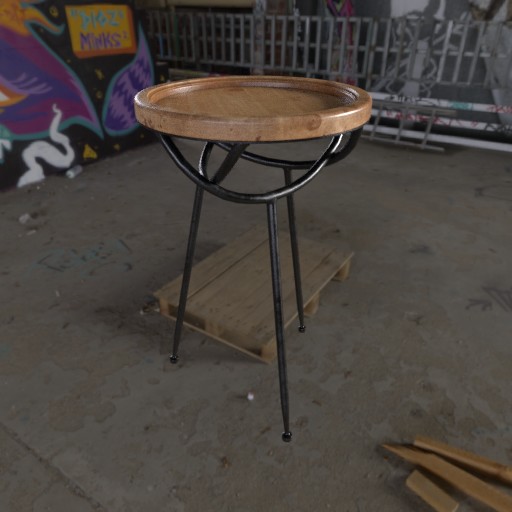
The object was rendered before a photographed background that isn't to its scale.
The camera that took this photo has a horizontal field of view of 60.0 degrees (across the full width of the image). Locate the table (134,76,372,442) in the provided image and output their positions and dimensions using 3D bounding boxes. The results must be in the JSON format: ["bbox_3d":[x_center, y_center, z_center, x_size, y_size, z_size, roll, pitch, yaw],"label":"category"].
[{"bbox_3d":[0.000,0.000,0.944,0.418,0.664,0.414,-20,36,-31],"label":"table"}]
